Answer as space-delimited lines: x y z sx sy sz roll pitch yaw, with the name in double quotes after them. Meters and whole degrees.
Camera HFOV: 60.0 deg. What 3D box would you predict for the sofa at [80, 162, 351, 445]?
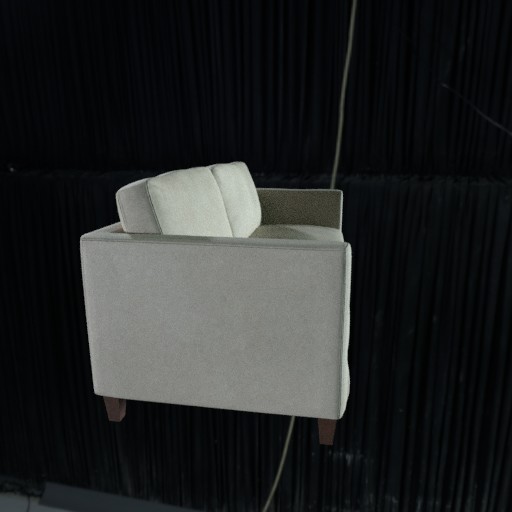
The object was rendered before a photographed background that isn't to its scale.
0.000 0.000 2.360 0.950 0.940 1.846 2 14 10 "sofa"
